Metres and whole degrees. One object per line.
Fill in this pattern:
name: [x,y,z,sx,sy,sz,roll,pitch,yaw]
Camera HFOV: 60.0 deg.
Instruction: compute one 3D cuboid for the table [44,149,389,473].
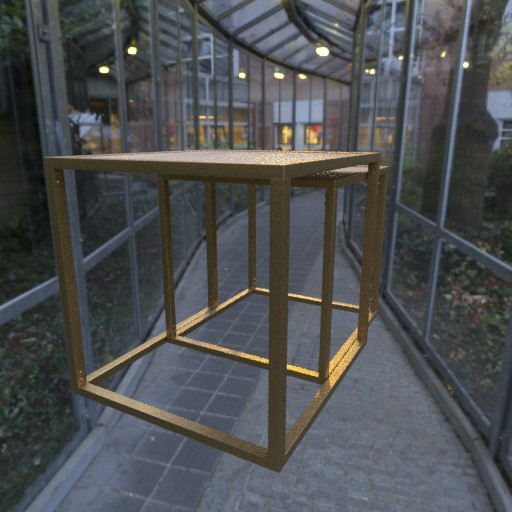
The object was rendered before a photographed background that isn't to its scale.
table: [0.000,0.000,1.110,0.505,0.505,0.762,8,17,27]
